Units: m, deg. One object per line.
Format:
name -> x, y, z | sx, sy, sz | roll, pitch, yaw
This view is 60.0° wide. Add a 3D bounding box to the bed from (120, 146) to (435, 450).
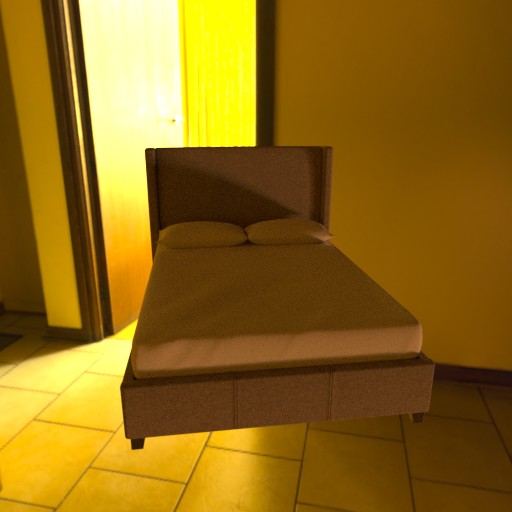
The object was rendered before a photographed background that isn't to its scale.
bed -> 0.000, 0.000, 3.318 | 1.714, 1.481, 2.245 | -2, 17, -8
